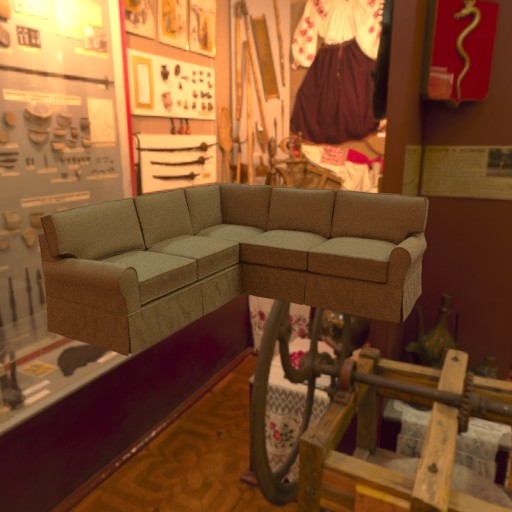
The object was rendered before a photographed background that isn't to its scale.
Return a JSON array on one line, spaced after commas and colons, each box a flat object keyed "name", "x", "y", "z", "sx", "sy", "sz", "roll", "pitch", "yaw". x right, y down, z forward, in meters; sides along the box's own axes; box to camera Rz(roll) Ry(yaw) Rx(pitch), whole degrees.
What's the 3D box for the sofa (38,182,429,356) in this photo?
[{"name": "sofa", "x": 0.000, "y": 0.000, "z": 4.079, "sx": 2.623, "sy": 1.081, "sz": 2.618, "roll": 8, "pitch": 16, "yaw": 28}]
